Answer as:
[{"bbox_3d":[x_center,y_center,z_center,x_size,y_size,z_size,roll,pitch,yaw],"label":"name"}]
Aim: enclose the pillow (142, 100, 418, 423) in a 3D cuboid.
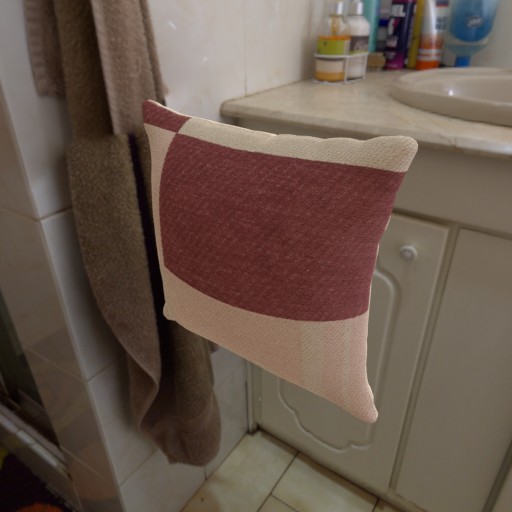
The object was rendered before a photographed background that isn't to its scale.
[{"bbox_3d":[0.000,0.000,0.805,0.536,0.506,0.229,20,36,31],"label":"pillow"}]
